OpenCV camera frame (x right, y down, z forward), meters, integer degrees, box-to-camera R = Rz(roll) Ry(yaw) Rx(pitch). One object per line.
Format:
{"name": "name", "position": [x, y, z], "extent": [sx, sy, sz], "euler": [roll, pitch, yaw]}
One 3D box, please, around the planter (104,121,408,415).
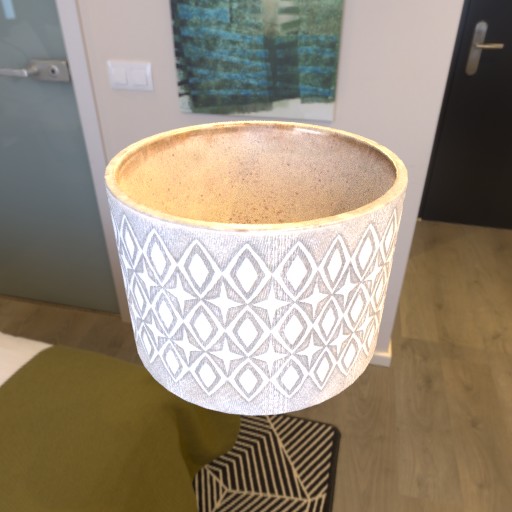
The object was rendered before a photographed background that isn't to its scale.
{"name": "planter", "position": [0.000, 0.000, 0.320], "extent": [0.186, 0.144, 0.186], "euler": [0, 32, 0]}
